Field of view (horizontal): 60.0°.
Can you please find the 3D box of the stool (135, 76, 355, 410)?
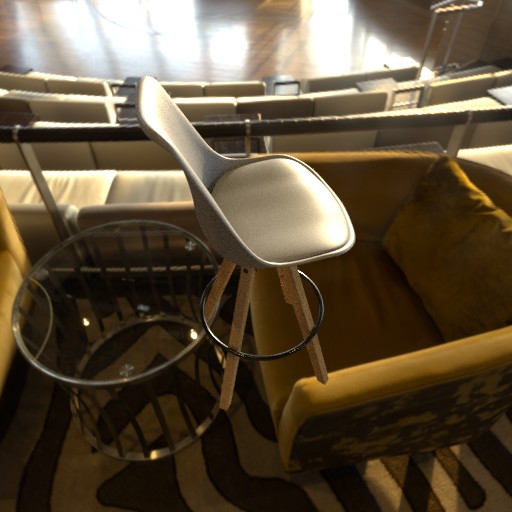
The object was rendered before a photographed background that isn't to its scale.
[{"bbox_3d":[0.000,0.000,1.417,0.550,1.115,0.485,-11,48,-10],"label":"stool"}]
